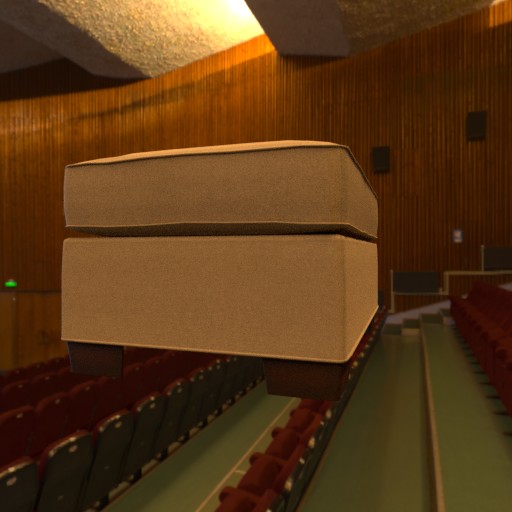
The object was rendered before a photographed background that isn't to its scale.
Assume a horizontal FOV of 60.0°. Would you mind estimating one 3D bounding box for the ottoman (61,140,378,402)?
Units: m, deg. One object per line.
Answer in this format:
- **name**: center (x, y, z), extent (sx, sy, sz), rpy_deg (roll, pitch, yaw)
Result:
- **ottoman**: center (0.000, 0.000, 1.245), extent (0.617, 0.503, 0.846), rpy_deg (0, 1, 19)
